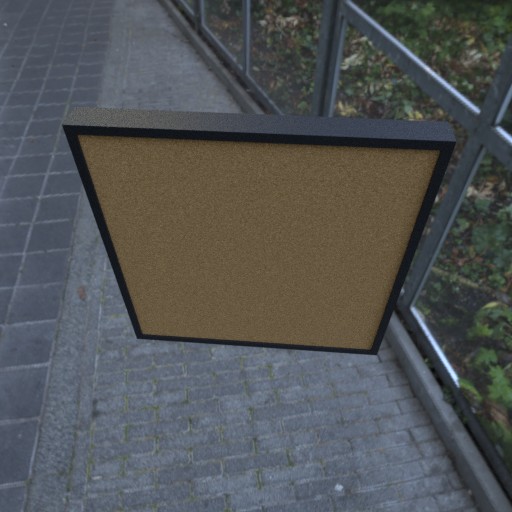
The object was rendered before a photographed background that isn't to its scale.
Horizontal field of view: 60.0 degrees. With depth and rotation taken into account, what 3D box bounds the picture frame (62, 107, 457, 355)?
[{"bbox_3d":[0.000,0.000,0.480,0.317,0.317,0.030,3,47,3],"label":"picture frame"}]
